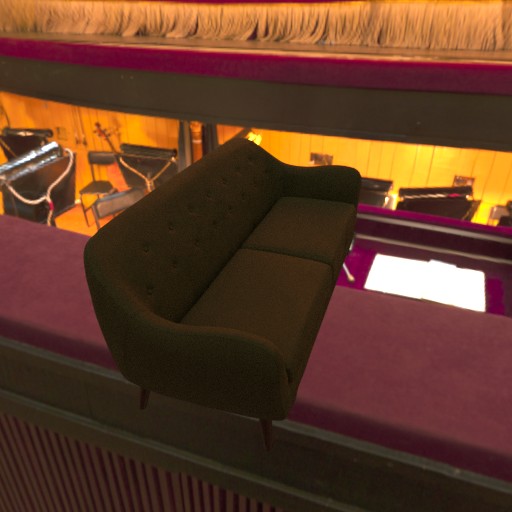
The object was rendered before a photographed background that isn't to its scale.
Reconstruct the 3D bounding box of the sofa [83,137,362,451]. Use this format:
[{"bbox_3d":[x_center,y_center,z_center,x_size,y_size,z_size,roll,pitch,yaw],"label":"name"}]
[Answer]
[{"bbox_3d":[0.000,0.000,2.300,0.820,0.836,1.840,10,32,17],"label":"sofa"}]
